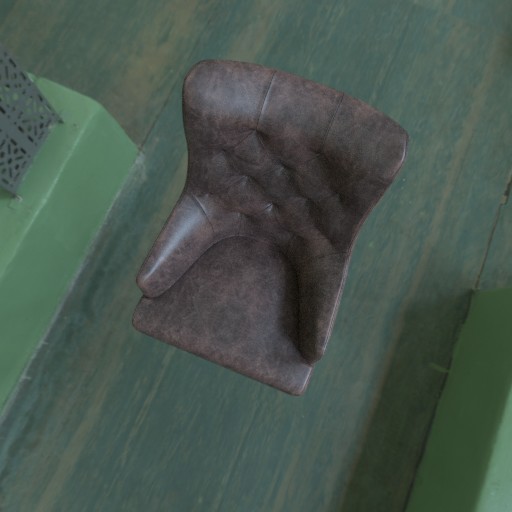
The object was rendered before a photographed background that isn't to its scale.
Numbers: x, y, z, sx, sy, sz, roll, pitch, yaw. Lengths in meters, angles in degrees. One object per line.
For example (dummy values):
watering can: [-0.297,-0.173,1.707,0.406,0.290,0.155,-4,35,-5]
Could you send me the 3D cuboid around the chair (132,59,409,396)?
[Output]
chair: [0.000,0.000,1.499,0.641,1.035,0.762,21,78,5]
